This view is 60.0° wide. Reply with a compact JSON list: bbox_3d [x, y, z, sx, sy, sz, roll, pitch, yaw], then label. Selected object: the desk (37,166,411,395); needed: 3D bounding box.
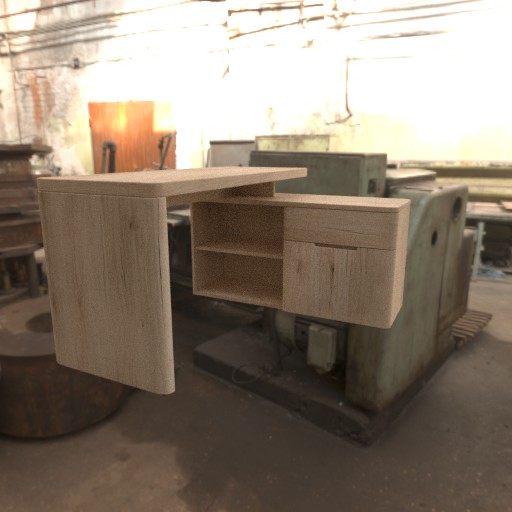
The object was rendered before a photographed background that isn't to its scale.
[{"bbox_3d":[0.000,0.000,2.095,1.175,0.770,1.400,7,15,26],"label":"desk"}]
